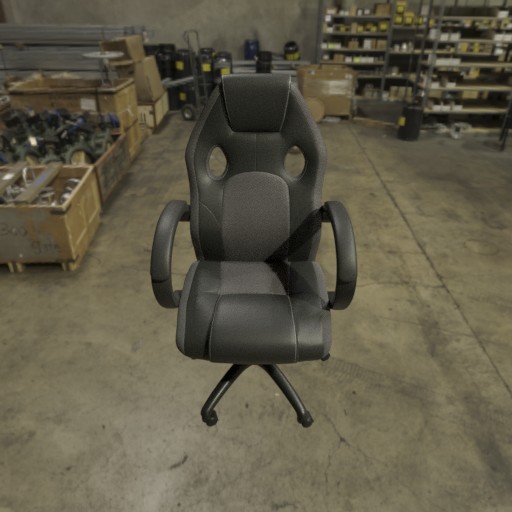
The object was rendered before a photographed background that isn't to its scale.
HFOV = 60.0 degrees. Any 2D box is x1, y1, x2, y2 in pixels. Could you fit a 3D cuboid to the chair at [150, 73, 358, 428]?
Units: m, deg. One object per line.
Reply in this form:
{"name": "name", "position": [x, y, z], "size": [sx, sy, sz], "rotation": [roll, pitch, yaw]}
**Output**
{"name": "chair", "position": [0.000, 0.000, 1.661], "size": [0.673, 1.187, 0.724], "rotation": [0, 30, 1]}
